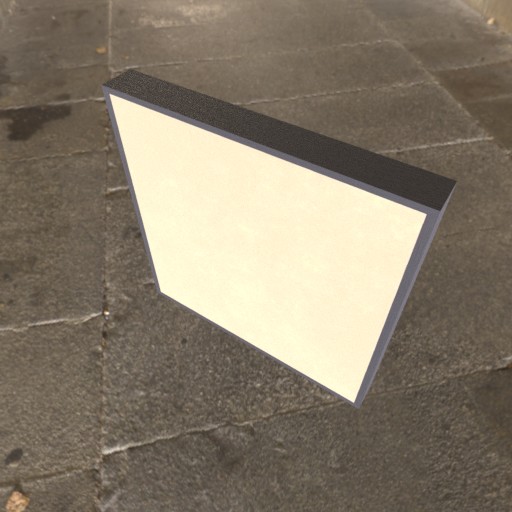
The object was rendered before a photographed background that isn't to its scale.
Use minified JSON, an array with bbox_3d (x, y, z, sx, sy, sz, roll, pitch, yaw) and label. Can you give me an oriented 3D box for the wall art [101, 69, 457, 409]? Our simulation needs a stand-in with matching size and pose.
[{"bbox_3d":[0.000,0.000,0.456,0.302,0.300,0.036,26,53,22],"label":"wall art"}]
